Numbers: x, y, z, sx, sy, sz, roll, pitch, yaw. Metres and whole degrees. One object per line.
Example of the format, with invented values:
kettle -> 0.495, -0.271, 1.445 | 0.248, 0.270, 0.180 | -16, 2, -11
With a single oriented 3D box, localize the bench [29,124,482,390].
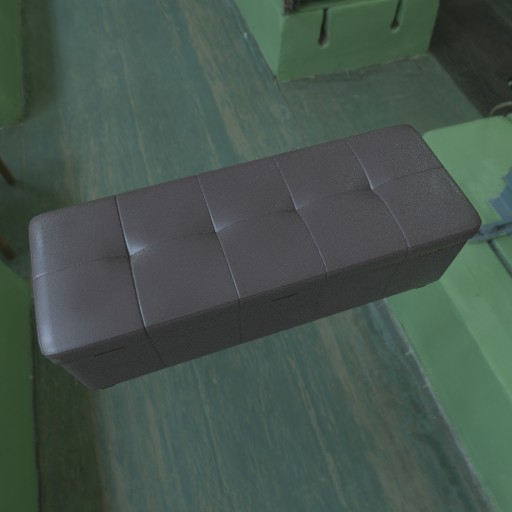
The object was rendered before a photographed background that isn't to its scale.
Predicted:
bench -> 0.000, 0.000, 1.402 | 1.219, 0.417, 0.450 | -16, 60, -10
